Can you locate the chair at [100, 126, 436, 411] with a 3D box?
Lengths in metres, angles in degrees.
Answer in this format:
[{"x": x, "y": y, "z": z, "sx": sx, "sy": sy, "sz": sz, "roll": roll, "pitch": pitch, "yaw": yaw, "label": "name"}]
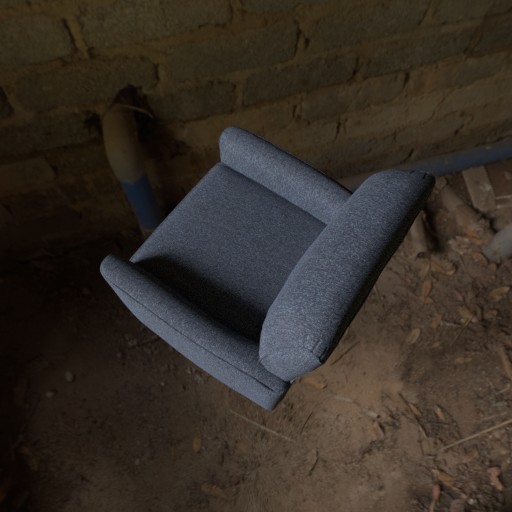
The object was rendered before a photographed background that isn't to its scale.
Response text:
[{"x": 0.000, "y": 0.000, "z": 1.676, "sx": 0.850, "sy": 1.016, "sz": 0.839, "roll": 32, "pitch": 68, "yaw": 14, "label": "chair"}]
